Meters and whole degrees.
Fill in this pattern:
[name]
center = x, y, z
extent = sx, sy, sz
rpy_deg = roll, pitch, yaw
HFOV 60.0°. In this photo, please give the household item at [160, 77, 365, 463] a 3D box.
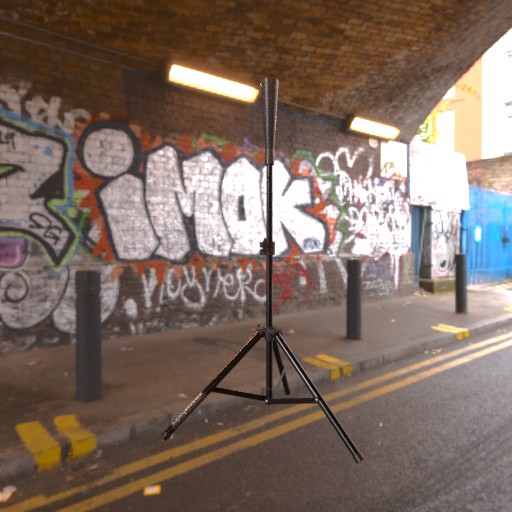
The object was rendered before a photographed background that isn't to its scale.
[household item]
center = 0.000, 0.000, 1.401
extent = 0.559, 1.067, 0.559
rpy_deg = 0, 2, -1
